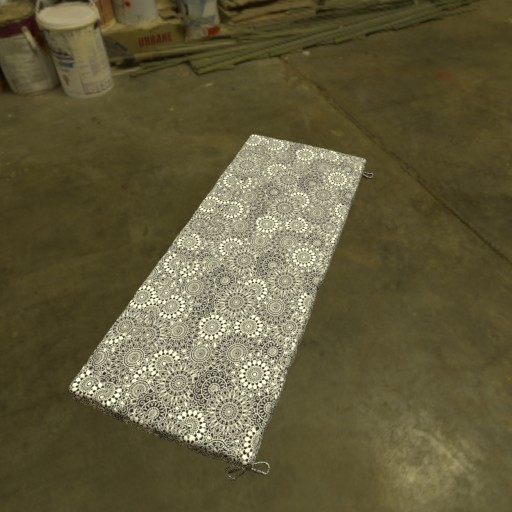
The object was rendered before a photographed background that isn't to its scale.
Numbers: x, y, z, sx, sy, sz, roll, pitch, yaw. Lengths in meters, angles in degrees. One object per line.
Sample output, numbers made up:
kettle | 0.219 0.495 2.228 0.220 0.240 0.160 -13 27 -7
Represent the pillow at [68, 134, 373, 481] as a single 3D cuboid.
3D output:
pillow | 0.000 0.000 1.329 0.492 0.081 1.187 16 50 14
